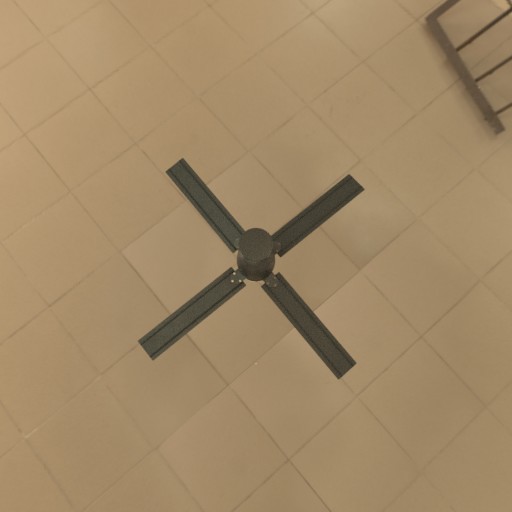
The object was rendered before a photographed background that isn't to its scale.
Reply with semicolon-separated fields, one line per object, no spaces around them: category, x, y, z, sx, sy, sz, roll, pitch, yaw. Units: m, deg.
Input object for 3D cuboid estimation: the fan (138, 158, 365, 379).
fan;0.000;0.000;2.010;1.319;0.410;1.319;-40;80;-9
